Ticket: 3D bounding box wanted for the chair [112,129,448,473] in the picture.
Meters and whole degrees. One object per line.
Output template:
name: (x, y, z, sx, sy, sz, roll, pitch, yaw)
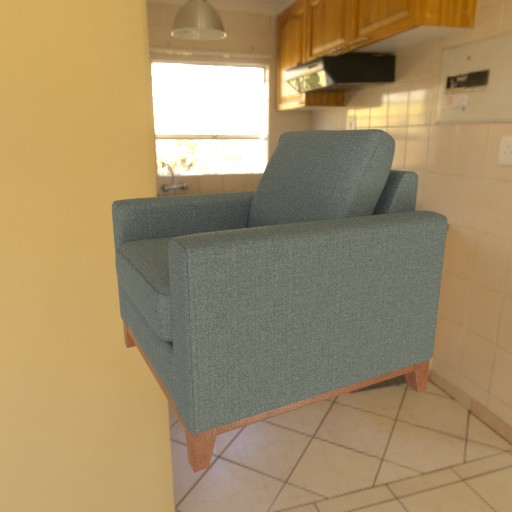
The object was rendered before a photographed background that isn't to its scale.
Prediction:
chair: (0.000, 0.000, 1.841, 1.038, 1.010, 1.024, -8, 17, -27)
